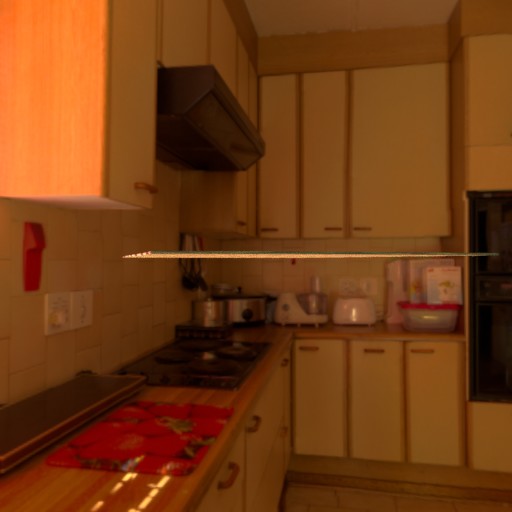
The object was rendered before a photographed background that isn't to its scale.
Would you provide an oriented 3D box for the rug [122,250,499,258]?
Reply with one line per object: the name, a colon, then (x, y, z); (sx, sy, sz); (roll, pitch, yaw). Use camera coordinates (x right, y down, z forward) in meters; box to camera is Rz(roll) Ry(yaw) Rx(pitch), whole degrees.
rug: (0.000, 0.000, 2.242); (1.221, 0.009, 1.825); (0, -1, -19)
